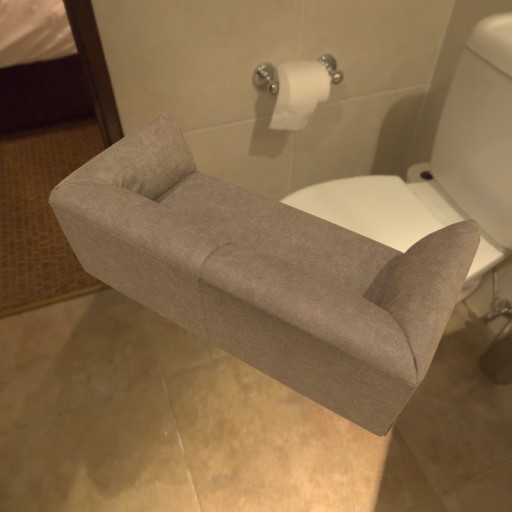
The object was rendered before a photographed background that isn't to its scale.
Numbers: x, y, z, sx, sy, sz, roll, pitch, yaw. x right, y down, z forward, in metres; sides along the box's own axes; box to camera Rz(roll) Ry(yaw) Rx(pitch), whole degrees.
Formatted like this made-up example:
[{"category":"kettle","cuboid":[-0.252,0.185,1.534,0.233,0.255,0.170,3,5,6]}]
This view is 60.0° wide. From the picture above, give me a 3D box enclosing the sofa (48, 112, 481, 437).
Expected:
[{"category":"sofa","cuboid":[0.000,0.000,2.296,1.878,0.747,0.905,25,52,21]}]
